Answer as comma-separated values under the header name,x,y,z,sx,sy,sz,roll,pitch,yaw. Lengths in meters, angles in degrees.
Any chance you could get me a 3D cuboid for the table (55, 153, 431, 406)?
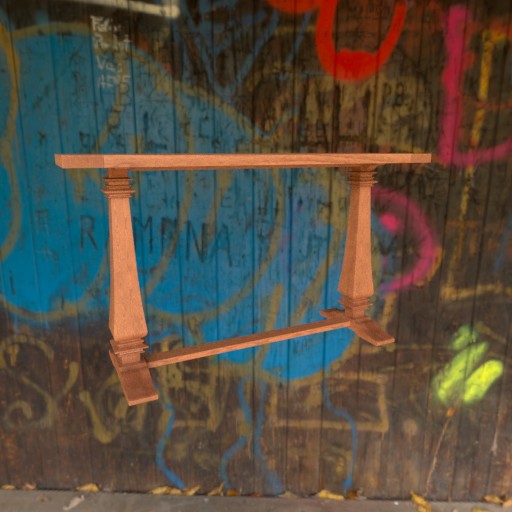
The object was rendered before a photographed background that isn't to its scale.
name,x,y,z,sx,sy,sz,roll,pitch,yaw
table,0.000,0.000,1.897,1.478,0.852,0.461,-6,15,-25
